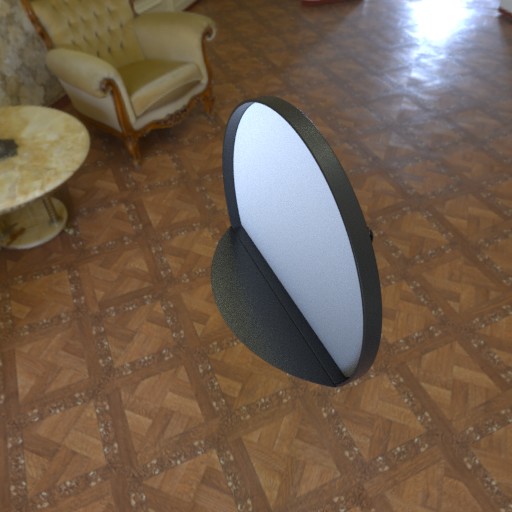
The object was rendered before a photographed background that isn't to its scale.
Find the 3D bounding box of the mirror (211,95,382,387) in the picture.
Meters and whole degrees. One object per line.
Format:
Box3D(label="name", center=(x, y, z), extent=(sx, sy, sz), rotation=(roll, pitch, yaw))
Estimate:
Box3D(label="mirror", center=(0.000, 0.000, 0.694), extent=(0.133, 0.457, 0.457), rotation=(-19, 48, -17))
